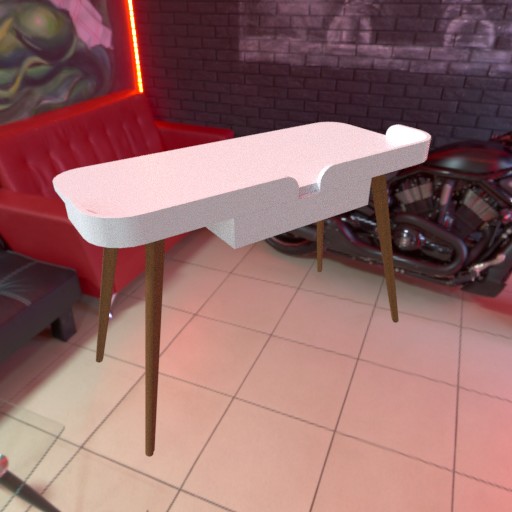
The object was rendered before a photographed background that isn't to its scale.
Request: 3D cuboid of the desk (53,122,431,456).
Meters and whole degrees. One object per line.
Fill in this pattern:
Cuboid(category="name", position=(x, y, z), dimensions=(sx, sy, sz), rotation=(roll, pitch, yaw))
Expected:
Cuboid(category="desk", position=(0.000, 0.000, 1.618), dimensions=(1.206, 0.807, 0.534), rotation=(-19, 36, -29))
